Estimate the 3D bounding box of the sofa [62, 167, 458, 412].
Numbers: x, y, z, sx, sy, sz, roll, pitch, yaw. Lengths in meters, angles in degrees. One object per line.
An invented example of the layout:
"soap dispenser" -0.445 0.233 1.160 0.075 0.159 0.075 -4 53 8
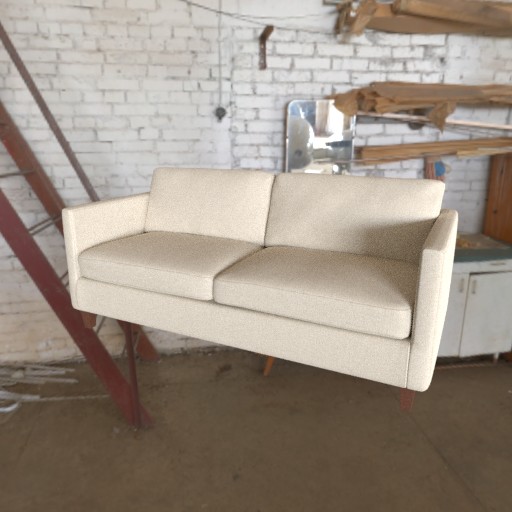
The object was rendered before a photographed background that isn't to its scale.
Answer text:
"sofa" 0.000 0.000 2.467 1.981 0.889 0.965 8 18 25
